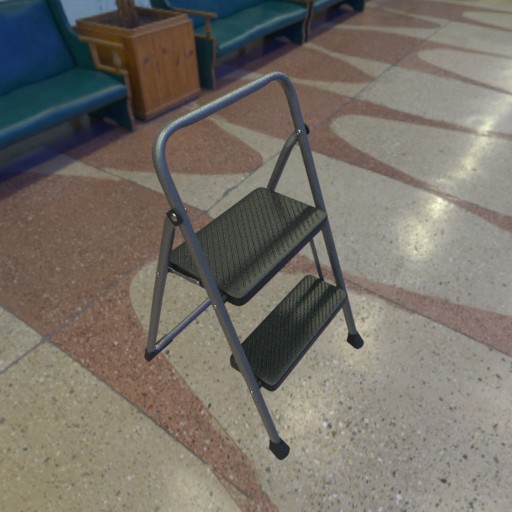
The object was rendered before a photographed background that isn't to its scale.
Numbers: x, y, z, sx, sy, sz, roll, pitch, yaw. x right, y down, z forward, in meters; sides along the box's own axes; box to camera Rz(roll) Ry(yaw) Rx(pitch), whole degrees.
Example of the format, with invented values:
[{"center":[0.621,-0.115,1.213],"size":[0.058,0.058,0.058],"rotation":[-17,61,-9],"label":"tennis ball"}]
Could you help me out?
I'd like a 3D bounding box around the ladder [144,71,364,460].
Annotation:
[{"center":[0.000,0.000,1.019],"size":[0.472,0.720,0.430],"rotation":[26,48,26],"label":"ladder"}]
